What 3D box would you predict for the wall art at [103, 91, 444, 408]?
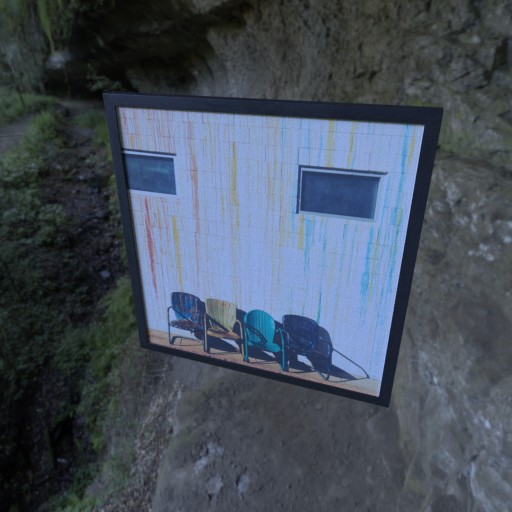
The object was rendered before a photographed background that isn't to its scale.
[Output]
[{"bbox_3d":[0.000,0.000,1.136,0.763,0.763,0.039,9,28,17],"label":"wall art"}]
